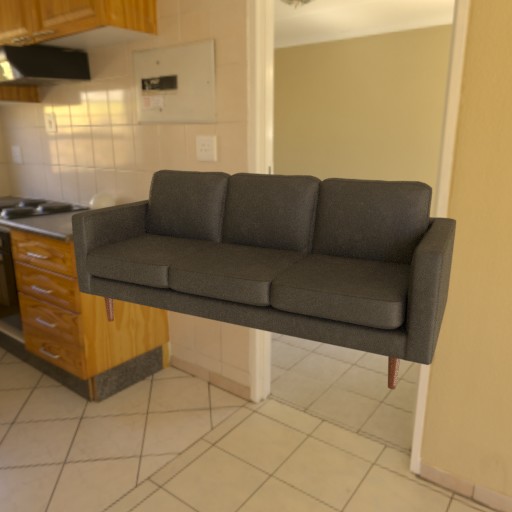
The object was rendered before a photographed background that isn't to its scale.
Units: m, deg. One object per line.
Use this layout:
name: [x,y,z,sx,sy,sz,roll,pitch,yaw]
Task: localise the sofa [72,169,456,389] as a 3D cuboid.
sofa: [0.000,0.000,2.555,2.029,0.899,0.879,7,17,26]
